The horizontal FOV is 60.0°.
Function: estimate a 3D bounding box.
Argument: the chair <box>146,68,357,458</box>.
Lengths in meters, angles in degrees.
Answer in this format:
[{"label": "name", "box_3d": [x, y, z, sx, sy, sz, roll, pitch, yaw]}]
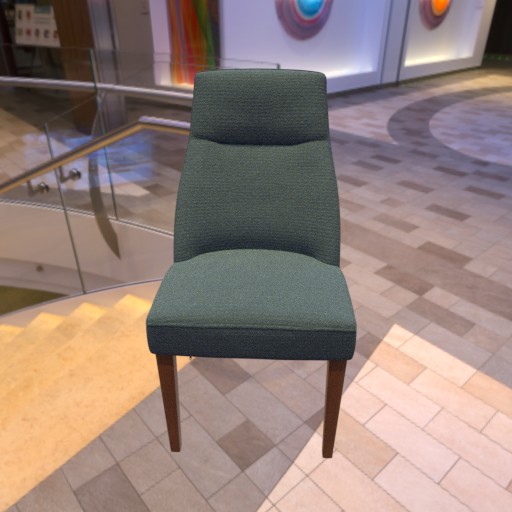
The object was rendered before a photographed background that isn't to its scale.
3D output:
[{"label": "chair", "box_3d": [0.000, 0.000, 1.270, 0.500, 0.930, 0.620, 1, 30, 2]}]
